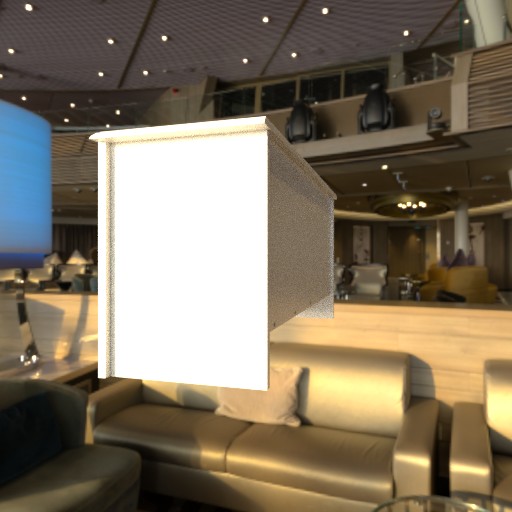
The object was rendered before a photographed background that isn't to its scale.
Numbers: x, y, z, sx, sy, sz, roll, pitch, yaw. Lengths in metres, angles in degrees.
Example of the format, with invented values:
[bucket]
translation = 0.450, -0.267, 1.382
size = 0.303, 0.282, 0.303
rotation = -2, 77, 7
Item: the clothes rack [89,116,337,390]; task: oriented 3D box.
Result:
[clothes rack]
translation = 0.000, 0.000, 1.510
size = 0.405, 0.558, 1.218
rotation = 0, 0, 17
